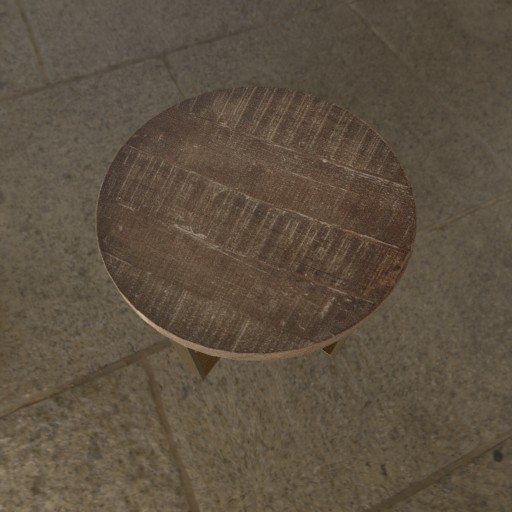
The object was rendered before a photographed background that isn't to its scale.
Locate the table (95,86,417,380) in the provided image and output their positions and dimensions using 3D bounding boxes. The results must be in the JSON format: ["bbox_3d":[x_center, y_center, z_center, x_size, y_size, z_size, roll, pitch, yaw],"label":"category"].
[{"bbox_3d":[0.000,0.000,0.972,0.557,0.437,0.557,0,62,0],"label":"table"}]
